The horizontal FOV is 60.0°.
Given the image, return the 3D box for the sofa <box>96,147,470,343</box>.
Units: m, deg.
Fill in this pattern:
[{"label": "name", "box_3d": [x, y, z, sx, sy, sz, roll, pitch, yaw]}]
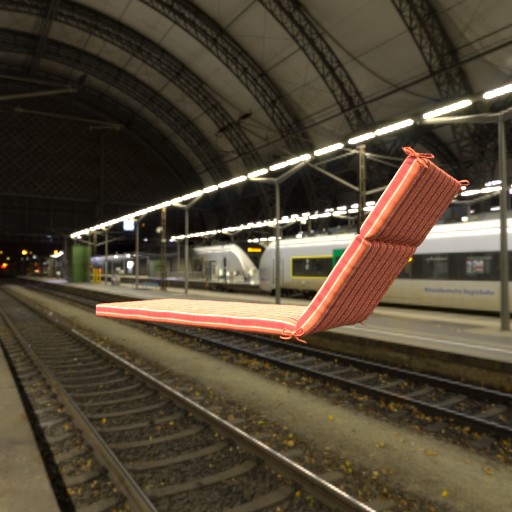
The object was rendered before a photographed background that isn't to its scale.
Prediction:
[{"label": "sofa", "box_3d": [0.000, 0.000, 1.983, 1.663, 0.622, 0.582, -1, -2, 36]}]
